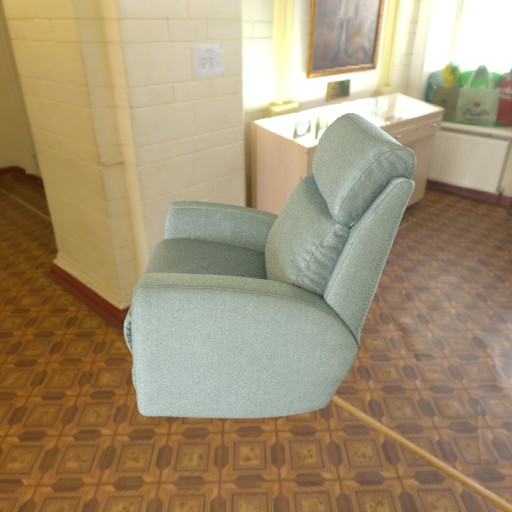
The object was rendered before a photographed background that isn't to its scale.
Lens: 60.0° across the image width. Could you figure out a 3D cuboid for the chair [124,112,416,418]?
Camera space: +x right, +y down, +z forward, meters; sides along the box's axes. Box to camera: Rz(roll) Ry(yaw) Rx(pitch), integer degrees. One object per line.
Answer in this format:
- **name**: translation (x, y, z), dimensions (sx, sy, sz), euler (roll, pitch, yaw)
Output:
- **chair**: translation (0.000, 0.000, 1.728), dimensions (0.940, 1.013, 0.812), euler (-1, 27, -1)
